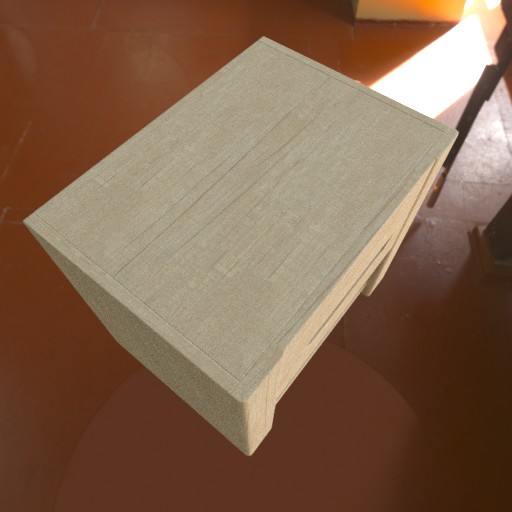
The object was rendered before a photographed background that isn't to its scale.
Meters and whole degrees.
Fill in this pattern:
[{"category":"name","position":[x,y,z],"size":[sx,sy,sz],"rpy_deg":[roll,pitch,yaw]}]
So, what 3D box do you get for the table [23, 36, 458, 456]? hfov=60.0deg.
[{"category":"table","position":[0.000,0.000,0.913],"size":[0.420,0.510,0.570],"rpy_deg":[35,65,19]}]
